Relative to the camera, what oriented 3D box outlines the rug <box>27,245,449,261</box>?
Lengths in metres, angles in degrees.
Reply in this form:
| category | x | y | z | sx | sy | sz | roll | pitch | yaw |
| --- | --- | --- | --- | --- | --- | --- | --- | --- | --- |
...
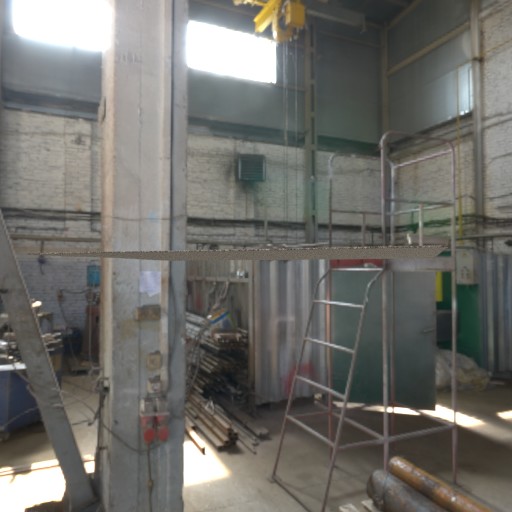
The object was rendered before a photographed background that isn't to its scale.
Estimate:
| category | x | y | z | sx | sy | sz | roll | pitch | yaw |
| --- | --- | --- | --- | --- | --- | --- | --- | --- | --- |
| rug | 0.000 | 0.000 | 5.342 | 4.093 | 0.020 | 2.997 | -1 | -2 | 20 |
